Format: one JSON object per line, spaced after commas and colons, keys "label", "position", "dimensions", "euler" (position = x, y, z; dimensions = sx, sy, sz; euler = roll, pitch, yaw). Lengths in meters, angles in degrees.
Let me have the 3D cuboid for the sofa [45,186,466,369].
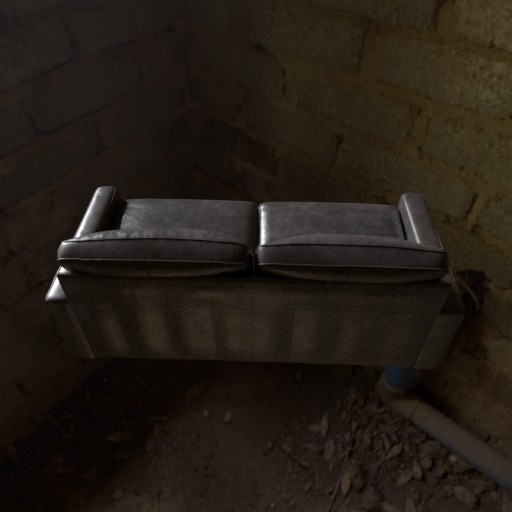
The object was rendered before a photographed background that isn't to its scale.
{"label": "sofa", "position": [0.000, 0.000, 2.545], "dimensions": [2.081, 0.916, 0.939], "euler": [1, 46, 1]}
